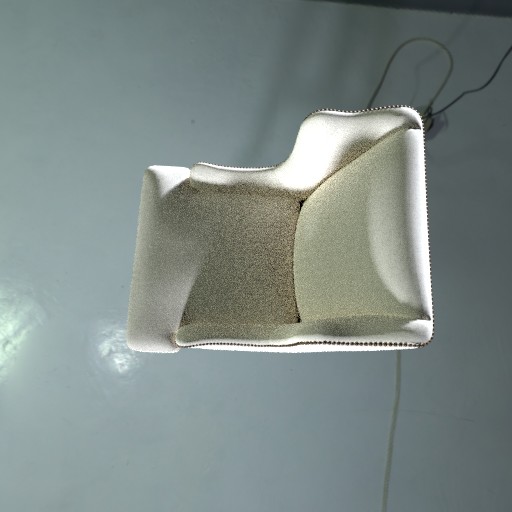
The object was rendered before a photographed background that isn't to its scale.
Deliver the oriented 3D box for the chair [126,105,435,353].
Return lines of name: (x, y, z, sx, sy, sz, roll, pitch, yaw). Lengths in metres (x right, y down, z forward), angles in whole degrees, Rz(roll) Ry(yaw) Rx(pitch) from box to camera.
chair: (0.000, 0.000, 1.668, 0.940, 1.029, 0.737, 2, 76, 1)
